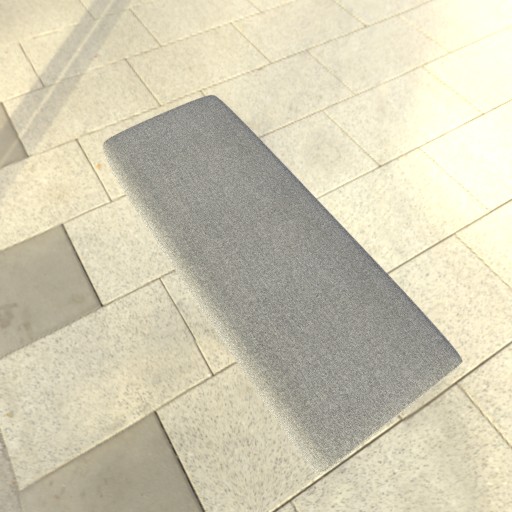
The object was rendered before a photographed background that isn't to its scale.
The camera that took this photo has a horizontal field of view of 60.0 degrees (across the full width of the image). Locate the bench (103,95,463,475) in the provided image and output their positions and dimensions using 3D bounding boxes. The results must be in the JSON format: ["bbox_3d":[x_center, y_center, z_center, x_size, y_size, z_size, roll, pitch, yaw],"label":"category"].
[{"bbox_3d":[0.000,0.000,1.842,0.631,0.384,1.598,-30,63,-17],"label":"bench"}]
